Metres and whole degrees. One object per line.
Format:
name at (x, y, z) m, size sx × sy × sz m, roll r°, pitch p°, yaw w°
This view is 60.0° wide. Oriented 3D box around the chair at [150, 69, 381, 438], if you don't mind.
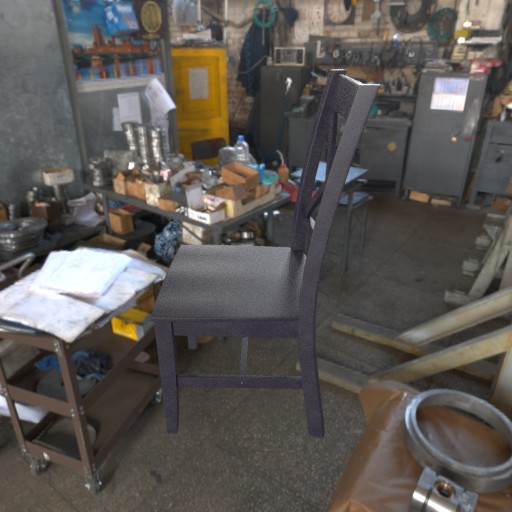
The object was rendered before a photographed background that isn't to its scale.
chair at (0.000, 0.000, 1.300) m, size 0.542 × 0.983 × 0.485 m, roll 1°, pitch 26°, yaw 1°
